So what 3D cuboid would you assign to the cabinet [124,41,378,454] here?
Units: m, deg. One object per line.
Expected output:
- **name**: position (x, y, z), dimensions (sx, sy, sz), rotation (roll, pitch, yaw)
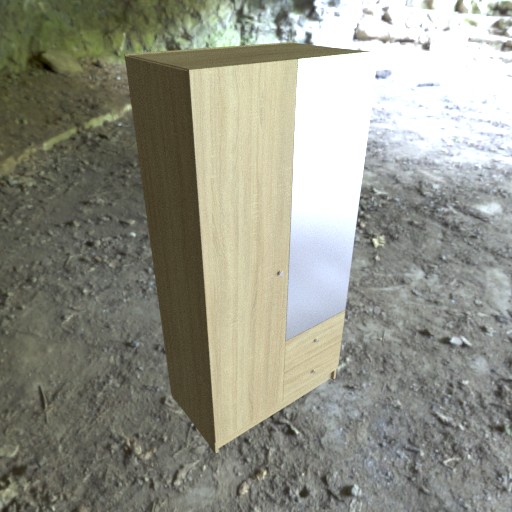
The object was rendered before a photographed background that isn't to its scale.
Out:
- **cabinet**: position (0.000, 0.000, 2.528), dimensions (1.001, 2.121, 0.590), rotation (-21, 36, -31)
